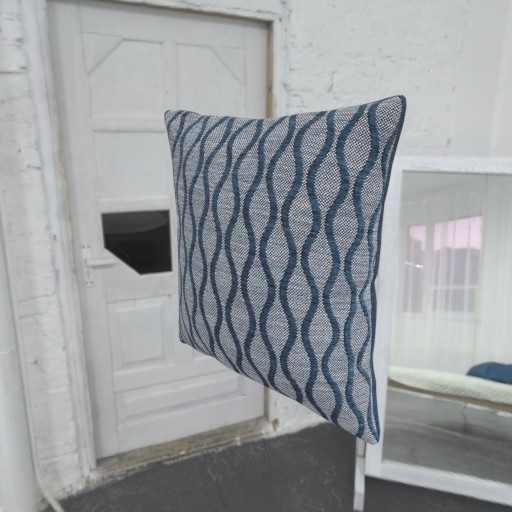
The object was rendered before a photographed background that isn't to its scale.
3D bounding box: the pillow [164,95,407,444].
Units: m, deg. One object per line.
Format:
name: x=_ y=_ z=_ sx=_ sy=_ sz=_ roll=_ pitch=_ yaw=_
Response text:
pillow: x=0.000 y=0.000 z=0.662 sx=0.435 sy=0.435 sz=0.159 roll=15 pitch=22 yaw=41
